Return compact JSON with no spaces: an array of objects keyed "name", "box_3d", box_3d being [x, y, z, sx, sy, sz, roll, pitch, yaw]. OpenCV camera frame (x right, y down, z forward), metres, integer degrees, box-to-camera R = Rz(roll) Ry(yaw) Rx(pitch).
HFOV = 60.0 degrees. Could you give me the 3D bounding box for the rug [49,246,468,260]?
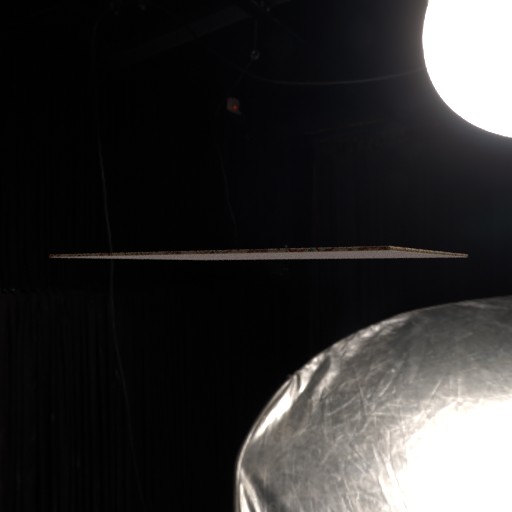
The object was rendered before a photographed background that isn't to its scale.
[{"name":"rug","box_3d":[0.000,0.000,2.918,2.297,0.018,1.541,-1,-2,35]}]
